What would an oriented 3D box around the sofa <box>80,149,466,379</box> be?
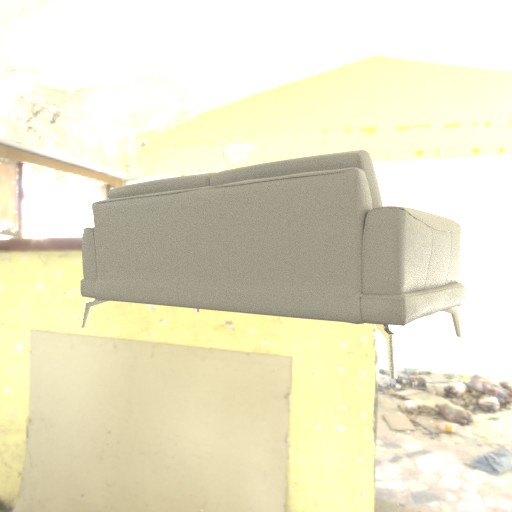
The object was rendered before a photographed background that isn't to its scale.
[{"bbox_3d":[0.000,0.000,2.702,2.177,0.930,1.121,0,0,36],"label":"sofa"}]
